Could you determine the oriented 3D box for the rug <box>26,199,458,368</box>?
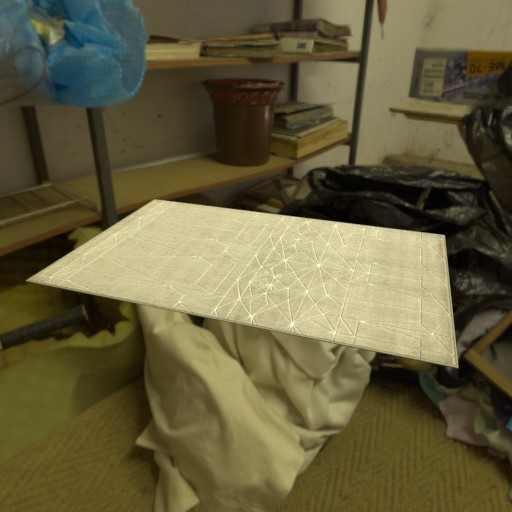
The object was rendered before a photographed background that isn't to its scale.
[{"bbox_3d":[0.000,0.000,2.989,2.438,0.012,1.524,9,28,17],"label":"rug"}]
